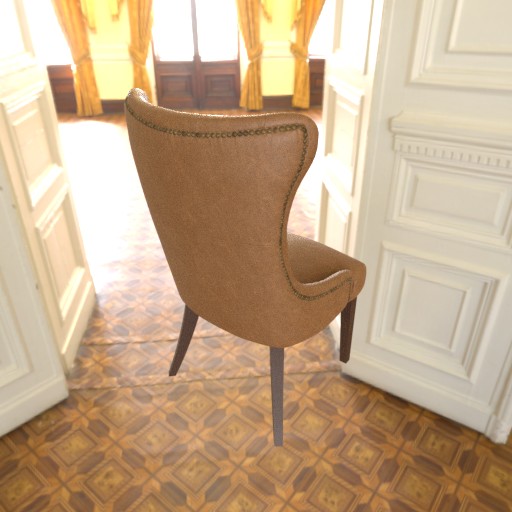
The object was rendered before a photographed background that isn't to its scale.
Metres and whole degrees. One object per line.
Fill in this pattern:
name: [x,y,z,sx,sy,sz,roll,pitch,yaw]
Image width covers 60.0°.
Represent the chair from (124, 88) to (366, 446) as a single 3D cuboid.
chair: [0.000,0.000,1.482,0.611,1.065,0.669,21,36,32]
